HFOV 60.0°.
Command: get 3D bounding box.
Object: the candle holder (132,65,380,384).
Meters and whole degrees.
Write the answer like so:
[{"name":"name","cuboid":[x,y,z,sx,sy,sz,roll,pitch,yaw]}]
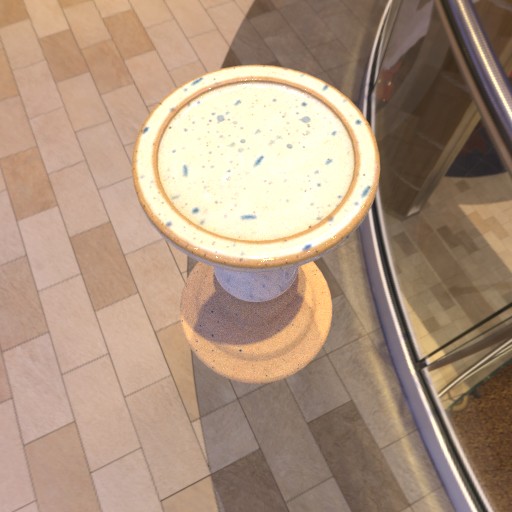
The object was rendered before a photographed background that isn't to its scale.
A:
[{"name":"candle holder","cuboid":[0.000,0.000,0.275,0.123,0.202,0.123,0,65,0]}]
